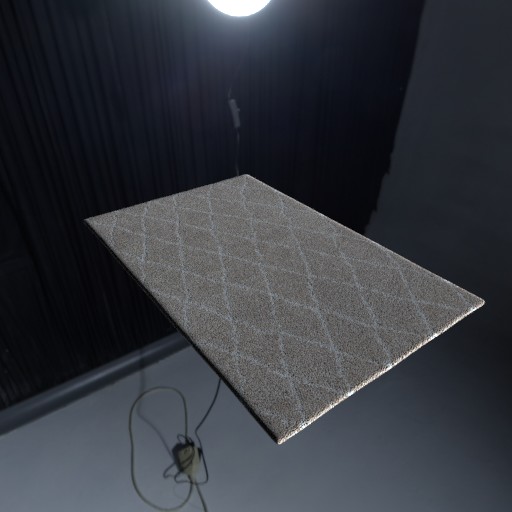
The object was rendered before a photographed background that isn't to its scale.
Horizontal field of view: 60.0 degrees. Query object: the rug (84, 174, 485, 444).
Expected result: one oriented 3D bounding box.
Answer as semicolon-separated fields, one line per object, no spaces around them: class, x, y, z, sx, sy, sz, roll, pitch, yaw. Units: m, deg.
rug;0.000;0.000;3.431;1.778;0.030;2.743;-22;39;-30
